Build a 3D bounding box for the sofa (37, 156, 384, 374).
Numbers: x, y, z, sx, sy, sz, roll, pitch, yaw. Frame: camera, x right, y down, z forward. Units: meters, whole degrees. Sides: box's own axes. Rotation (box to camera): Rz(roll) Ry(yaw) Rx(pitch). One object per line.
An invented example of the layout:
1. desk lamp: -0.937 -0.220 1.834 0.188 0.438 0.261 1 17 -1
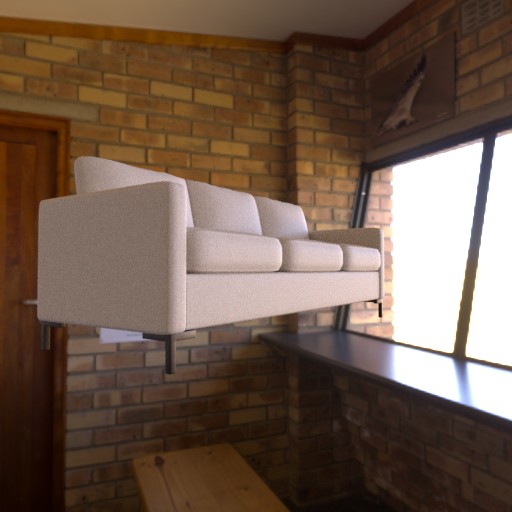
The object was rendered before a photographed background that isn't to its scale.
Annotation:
1. sofa: 0.000 0.000 2.642 0.859 0.874 2.218 -1 -2 35
